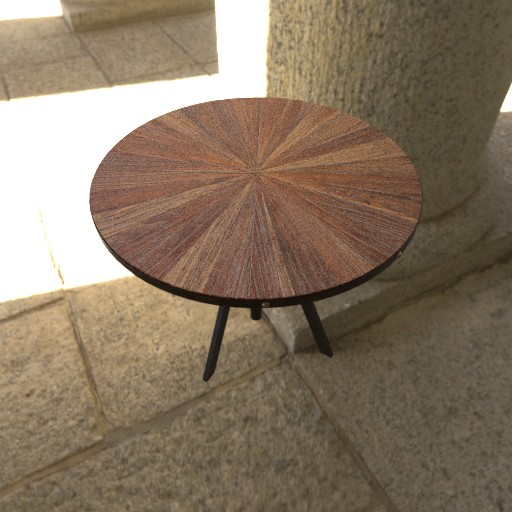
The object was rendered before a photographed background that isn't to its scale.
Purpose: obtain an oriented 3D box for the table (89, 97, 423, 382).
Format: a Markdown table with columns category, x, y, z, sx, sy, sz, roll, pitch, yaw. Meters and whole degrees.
| category | x | y | z | sx | sy | sz | roll | pitch | yaw |
| --- | --- | --- | --- | --- | --- | --- | --- | --- | --- |
| table | 0.000 | 0.000 | 1.446 | 0.885 | 0.658 | 0.885 | 0 | 46 | 0 |
